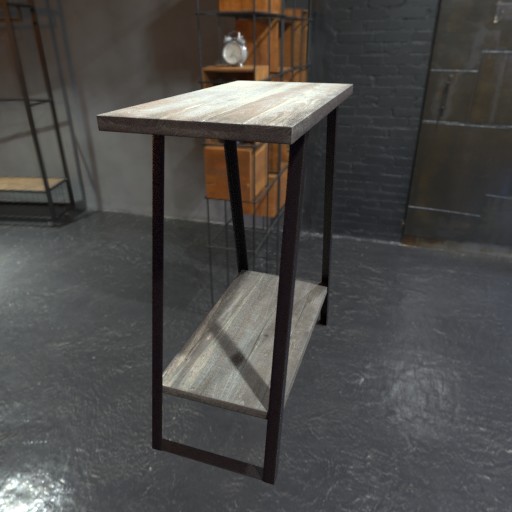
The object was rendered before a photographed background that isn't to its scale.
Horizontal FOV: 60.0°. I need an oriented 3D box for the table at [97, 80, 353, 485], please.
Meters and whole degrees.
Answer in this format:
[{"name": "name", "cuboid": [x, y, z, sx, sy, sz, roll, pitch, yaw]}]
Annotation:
[{"name": "table", "cuboid": [0.000, 0.000, 1.024, 0.300, 0.701, 0.599, 8, 28, 17]}]
